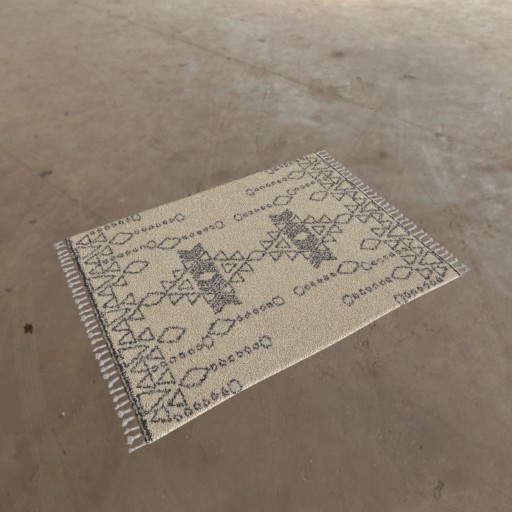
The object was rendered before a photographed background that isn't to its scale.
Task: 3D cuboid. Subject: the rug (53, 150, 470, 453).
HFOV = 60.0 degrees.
[{"bbox_3d":[0.000,0.000,3.871,3.027,0.028,2.125,-23,50,-20],"label":"rug"}]
